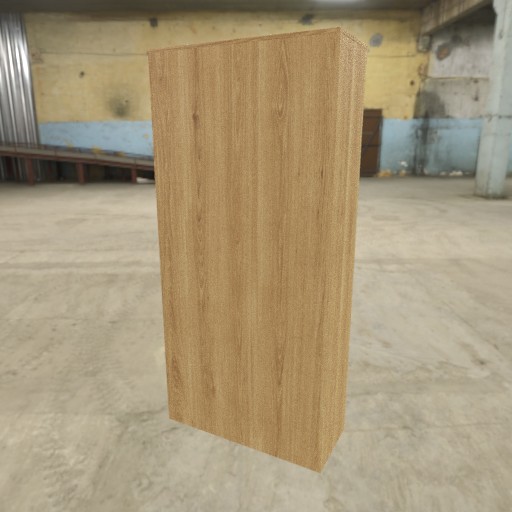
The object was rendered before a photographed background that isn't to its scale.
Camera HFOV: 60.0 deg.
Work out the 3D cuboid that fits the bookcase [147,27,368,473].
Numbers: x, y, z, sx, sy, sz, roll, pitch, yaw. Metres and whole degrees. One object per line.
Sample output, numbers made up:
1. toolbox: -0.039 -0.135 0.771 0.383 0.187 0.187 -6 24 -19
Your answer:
1. bookcase: 0.000 0.000 2.338 0.950 2.020 0.420 8 17 27
